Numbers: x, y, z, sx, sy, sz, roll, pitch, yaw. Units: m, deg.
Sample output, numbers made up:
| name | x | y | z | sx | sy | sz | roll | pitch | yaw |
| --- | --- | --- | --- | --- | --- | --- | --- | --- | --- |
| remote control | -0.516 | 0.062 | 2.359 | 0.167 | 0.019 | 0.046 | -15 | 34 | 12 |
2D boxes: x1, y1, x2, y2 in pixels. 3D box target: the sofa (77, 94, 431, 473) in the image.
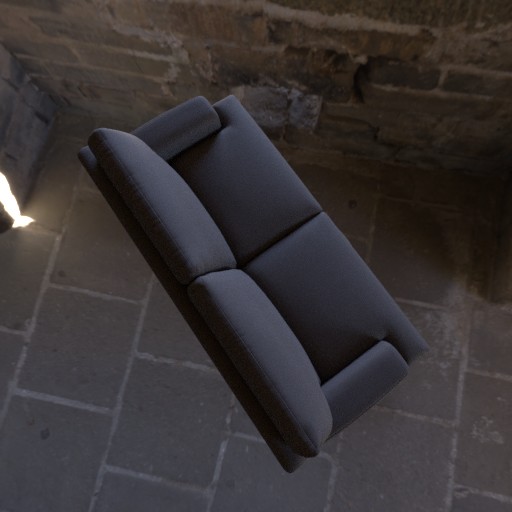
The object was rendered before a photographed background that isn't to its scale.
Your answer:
| name | x | y | z | sx | sy | sz | roll | pitch | yaw |
| --- | --- | --- | --- | --- | --- | --- | --- | --- | --- |
| sofa | 0.000 | 0.000 | 2.827 | 1.140 | 0.950 | 2.271 | -34 | 79 | -8 |
